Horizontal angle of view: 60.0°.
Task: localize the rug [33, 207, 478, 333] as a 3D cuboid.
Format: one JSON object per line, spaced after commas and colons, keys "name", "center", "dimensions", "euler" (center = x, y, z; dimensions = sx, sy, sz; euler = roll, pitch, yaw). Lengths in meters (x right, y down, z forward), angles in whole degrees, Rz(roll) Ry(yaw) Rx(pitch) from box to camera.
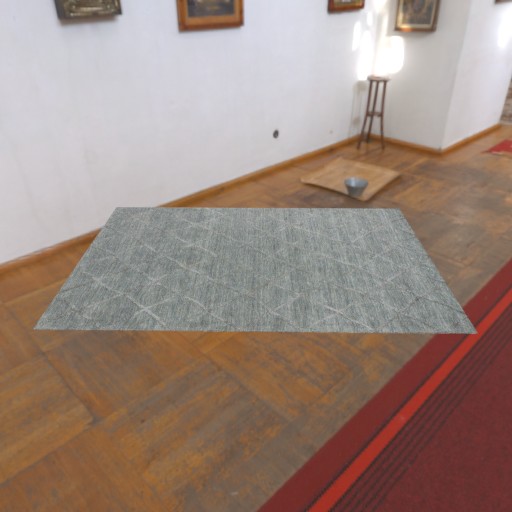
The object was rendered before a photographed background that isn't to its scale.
{"name": "rug", "center": [0.000, 0.000, 2.931], "dimensions": [2.283, 0.006, 1.521], "euler": [0, 31, 1]}
